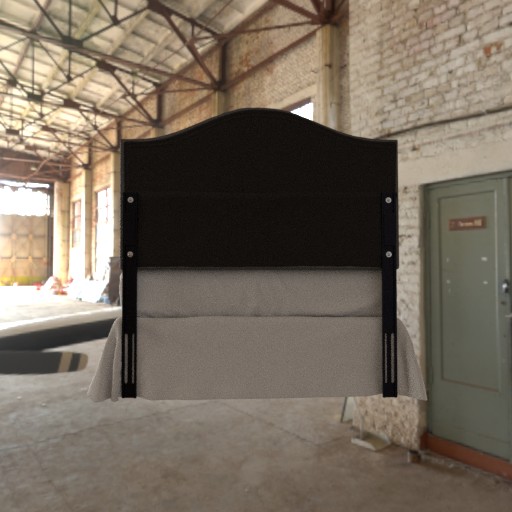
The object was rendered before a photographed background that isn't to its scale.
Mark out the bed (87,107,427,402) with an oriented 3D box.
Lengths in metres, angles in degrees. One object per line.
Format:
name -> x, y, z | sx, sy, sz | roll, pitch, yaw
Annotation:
bed -> 0.000, 0.000, 3.515 | 1.876, 1.645, 2.221 | 0, -1, 0
